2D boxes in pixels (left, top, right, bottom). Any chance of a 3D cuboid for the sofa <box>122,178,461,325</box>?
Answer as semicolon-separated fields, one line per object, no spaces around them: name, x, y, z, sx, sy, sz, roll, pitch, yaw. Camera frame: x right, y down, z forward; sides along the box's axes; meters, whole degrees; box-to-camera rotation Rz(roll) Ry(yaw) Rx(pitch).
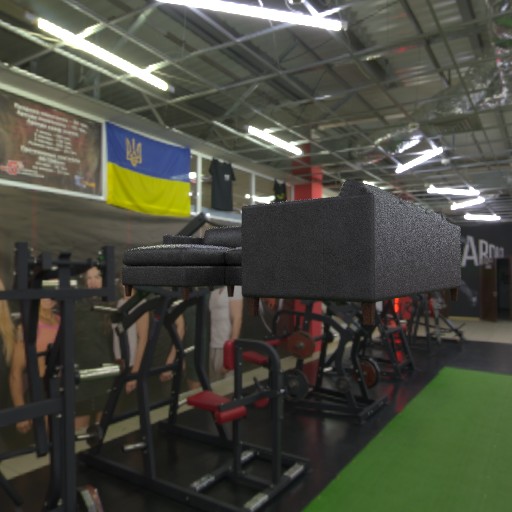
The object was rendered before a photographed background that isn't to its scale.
sofa;0.000;0.000;4.412;3.324;0.891;2.452;-1;-2;35
